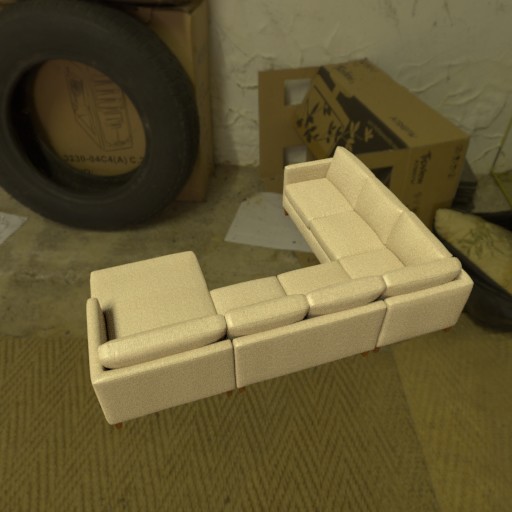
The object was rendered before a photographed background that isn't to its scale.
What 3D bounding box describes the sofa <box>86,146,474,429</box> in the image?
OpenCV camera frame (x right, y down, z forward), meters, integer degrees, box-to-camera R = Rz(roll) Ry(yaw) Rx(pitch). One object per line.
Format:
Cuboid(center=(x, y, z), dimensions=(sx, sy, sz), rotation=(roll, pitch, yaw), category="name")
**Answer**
Cuboid(center=(0.000, 0.000, 4.763), dimensions=(3.460, 0.961, 2.594), rotation=(-12, 43, -14), category="sofa")
